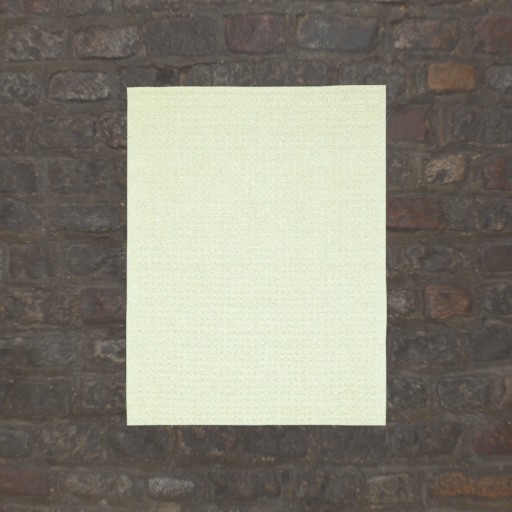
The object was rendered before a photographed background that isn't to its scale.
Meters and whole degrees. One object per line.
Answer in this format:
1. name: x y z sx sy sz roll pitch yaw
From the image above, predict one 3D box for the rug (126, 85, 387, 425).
1. rug: 0.000 0.000 4.179 2.452 0.016 3.204 0 90 1
